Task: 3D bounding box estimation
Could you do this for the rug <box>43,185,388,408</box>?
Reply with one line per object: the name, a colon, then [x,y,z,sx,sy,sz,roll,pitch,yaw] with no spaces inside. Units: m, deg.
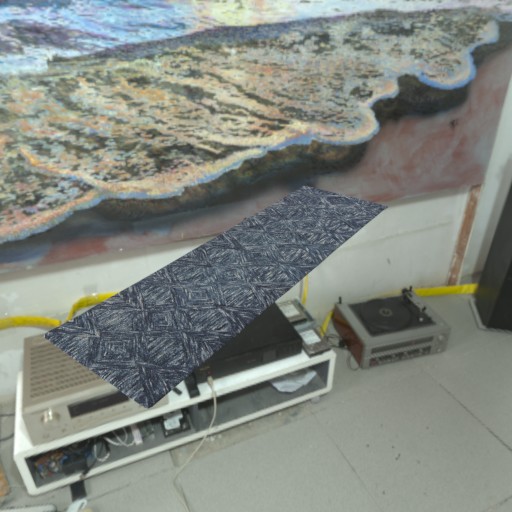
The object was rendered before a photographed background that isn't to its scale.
rug: [0.000,0.000,2.621,0.719,0.013,2.306,20,36,31]
